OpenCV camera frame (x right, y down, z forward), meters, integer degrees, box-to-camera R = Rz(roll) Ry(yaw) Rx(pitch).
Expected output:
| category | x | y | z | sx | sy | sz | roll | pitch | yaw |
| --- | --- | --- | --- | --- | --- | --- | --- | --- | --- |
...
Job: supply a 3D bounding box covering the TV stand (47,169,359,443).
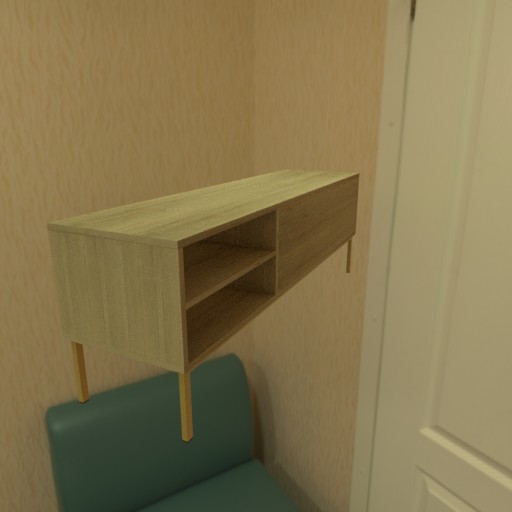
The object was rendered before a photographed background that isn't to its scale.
| category | x | y | z | sx | sy | sz | roll | pitch | yaw |
| --- | --- | --- | --- | --- | --- | --- | --- | --- | --- |
| TV stand | 0.000 | 0.000 | 1.832 | 0.420 | 0.550 | 1.600 | 8 | 18 | 26 |
